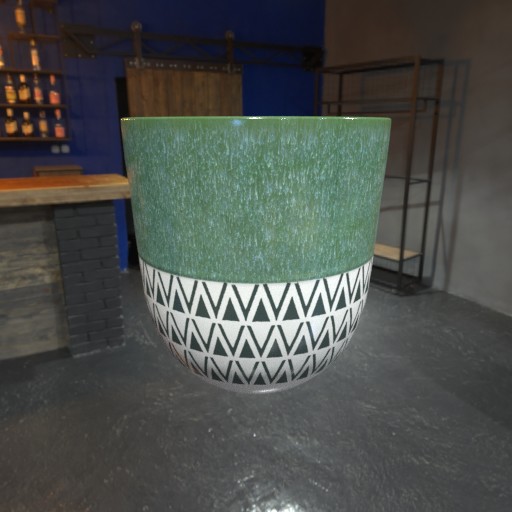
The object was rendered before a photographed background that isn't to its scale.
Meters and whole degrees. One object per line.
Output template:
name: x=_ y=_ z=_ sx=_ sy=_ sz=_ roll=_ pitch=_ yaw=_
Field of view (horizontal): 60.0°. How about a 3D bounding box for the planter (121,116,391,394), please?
planter: x=0.000 y=0.000 z=0.362 sx=0.195 sy=0.214 sz=0.195 roll=0 pitch=17 yaw=0
